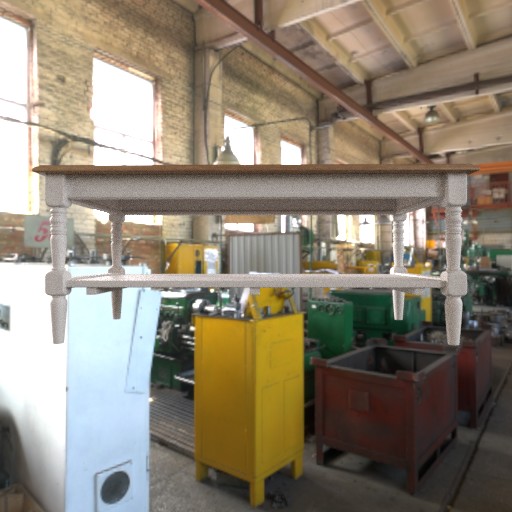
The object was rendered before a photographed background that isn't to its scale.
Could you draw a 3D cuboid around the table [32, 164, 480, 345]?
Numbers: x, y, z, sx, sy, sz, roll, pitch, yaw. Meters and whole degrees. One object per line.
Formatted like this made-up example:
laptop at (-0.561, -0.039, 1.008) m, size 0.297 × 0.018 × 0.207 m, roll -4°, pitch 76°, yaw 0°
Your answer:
table at (0.000, 0.000, 1.382) m, size 1.118 × 0.458 × 0.559 m, roll 0°, pitch 0°, yaw 1°
